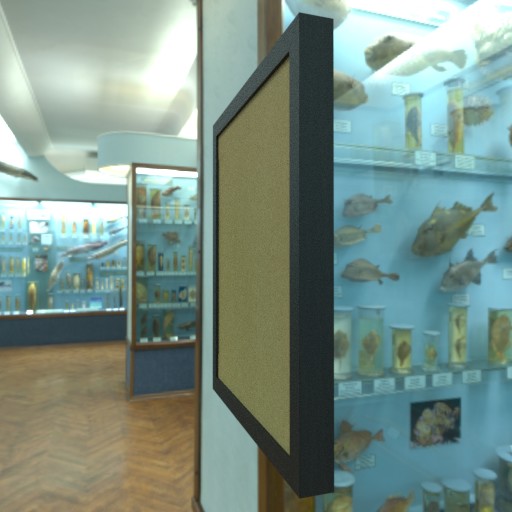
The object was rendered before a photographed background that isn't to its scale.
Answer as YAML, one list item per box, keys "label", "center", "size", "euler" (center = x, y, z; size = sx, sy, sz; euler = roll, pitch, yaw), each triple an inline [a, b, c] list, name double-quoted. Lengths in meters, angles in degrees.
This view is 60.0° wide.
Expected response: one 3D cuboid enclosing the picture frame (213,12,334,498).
- label: "picture frame"
  center: [0.000, 0.000, 0.728]
  size: [0.044, 0.555, 0.452]
  euler: [0, -1, -18]
